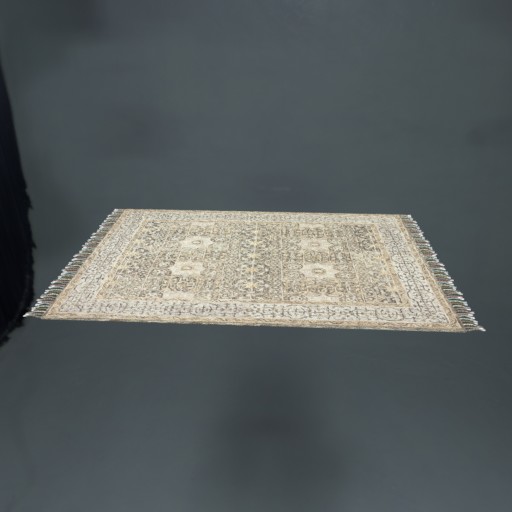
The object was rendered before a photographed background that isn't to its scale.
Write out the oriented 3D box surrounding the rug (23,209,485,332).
[{"bbox_3d":[0.000,0.000,2.471,2.029,0.010,1.237,1,29,3],"label":"rug"}]
